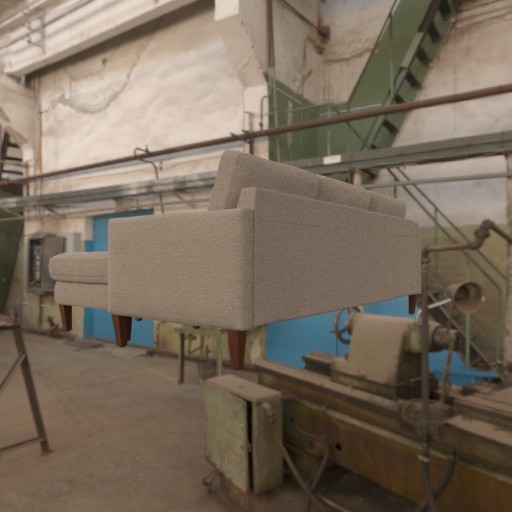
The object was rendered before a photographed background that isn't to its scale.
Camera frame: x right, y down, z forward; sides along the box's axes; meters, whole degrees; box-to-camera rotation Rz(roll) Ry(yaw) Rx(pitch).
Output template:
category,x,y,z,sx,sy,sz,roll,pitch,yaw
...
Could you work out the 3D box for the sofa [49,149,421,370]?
category,x,y,z,sx,sy,sz,roll,pitch,yaw
sofa,0.000,0.000,2.926,1.506,0.875,2.178,0,0,37
